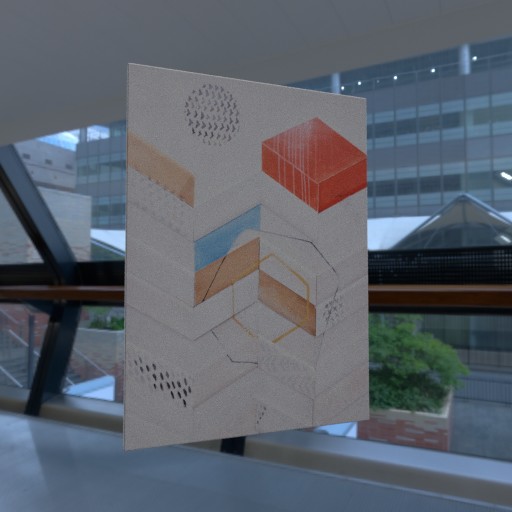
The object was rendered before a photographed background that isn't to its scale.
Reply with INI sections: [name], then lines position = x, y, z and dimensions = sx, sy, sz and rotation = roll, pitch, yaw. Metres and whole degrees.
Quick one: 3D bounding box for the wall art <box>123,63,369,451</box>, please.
[wall art]
position = 0.000, 0.000, 1.083
dimensions = 0.613, 0.848, 0.036
rotation = 1, -2, -19
